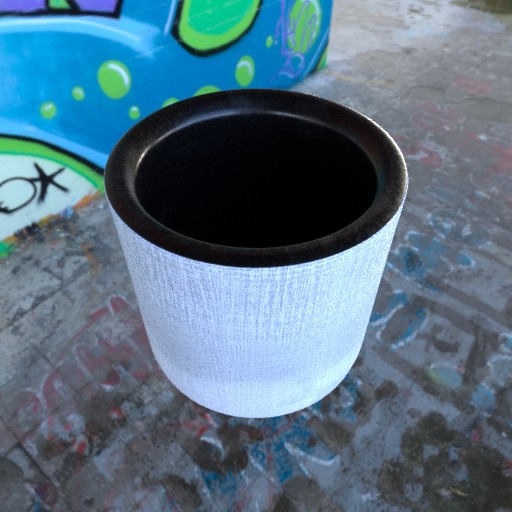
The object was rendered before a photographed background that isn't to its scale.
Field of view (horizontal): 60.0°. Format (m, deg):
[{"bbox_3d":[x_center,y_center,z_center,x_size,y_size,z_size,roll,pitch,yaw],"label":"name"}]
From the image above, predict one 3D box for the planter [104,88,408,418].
[{"bbox_3d":[0.000,0.000,0.290,0.160,0.156,0.160,0,47,0],"label":"planter"}]
